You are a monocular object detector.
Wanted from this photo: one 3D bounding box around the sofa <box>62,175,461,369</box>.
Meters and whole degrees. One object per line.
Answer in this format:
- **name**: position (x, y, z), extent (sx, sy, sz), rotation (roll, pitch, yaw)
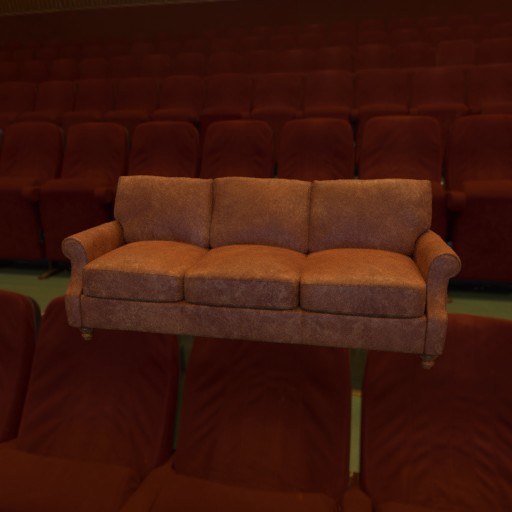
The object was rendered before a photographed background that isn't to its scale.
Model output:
- **sofa**: position (0.000, 0.000, 2.885), extent (2.351, 0.977, 0.973), rotation (3, 14, 10)
